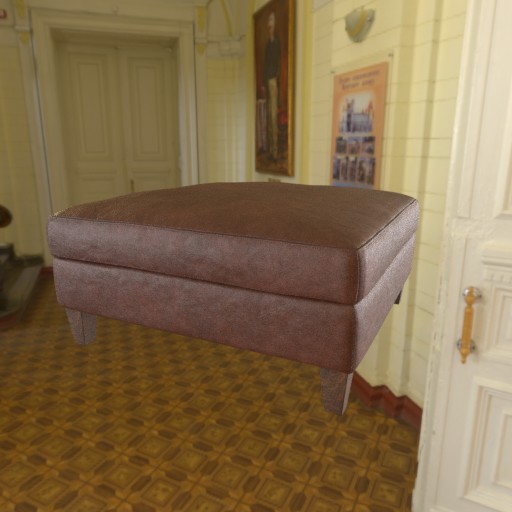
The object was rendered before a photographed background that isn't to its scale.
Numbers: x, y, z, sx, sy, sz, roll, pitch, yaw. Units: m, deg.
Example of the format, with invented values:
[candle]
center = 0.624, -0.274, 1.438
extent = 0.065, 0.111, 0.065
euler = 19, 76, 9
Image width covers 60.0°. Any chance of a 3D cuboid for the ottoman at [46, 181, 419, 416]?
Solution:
[ottoman]
center = 0.000, 0.000, 1.343
extent = 0.844, 0.415, 0.836
euler = 7, 16, 25
